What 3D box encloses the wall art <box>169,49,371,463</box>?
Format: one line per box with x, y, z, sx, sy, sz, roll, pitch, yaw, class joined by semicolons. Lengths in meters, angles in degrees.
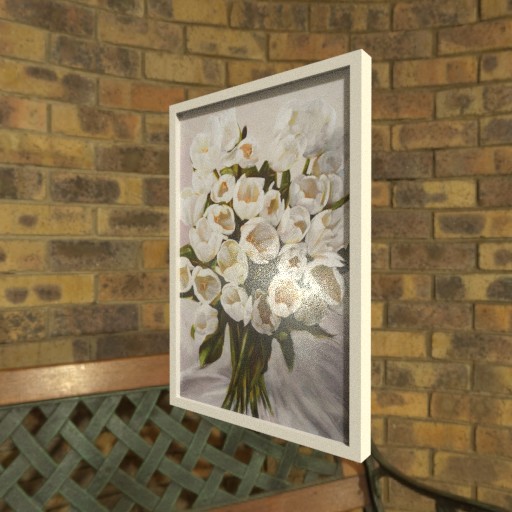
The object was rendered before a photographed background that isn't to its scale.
0.000;0.000;0.855;0.450;0.657;0.038;0;1;37;wall art
